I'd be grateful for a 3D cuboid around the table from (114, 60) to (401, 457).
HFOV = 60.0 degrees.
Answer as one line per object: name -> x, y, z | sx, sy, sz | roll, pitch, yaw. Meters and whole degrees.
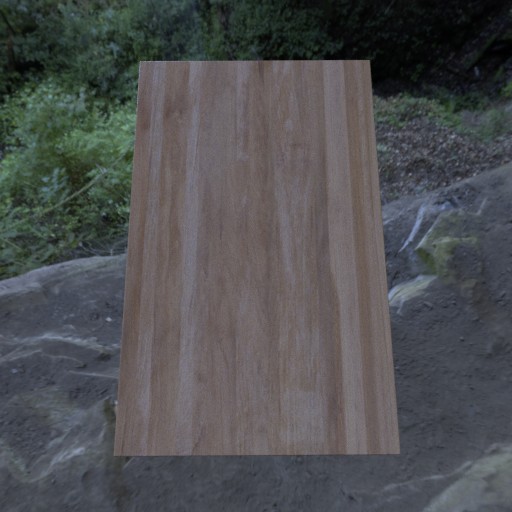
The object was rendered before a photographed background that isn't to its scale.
table -> 0.000, 0.000, 1.413 | 0.692, 0.441, 1.100 | 0, 76, 0
